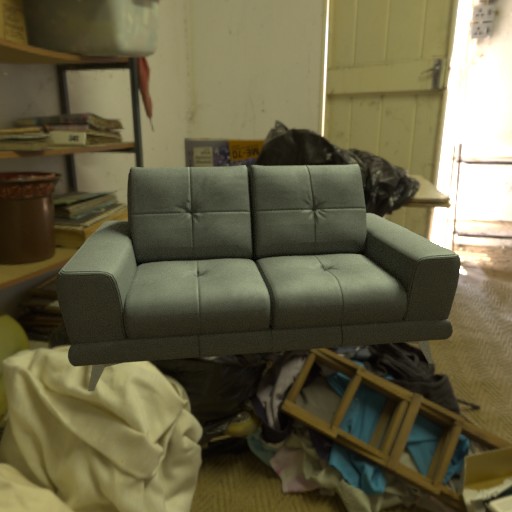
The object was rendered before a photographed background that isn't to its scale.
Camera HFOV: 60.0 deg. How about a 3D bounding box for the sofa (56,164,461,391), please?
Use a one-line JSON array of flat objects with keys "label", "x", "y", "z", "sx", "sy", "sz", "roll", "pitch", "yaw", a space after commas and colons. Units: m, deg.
[{"label": "sofa", "x": 0.000, "y": 0.000, "z": 2.378, "sx": 1.806, "sy": 0.907, "sz": 1.018, "roll": -2, "pitch": 17, "yaw": -8}]
